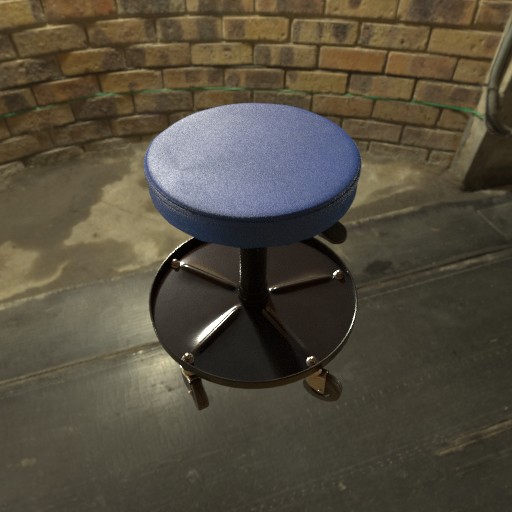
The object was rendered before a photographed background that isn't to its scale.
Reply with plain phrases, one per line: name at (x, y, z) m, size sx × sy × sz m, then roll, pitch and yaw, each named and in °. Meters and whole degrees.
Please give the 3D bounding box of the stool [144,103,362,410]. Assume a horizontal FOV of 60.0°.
stool at (0.000, 0.000, 0.680) m, size 0.382 × 0.365 × 0.381 m, roll 25°, pitch 50°, yaw 23°
